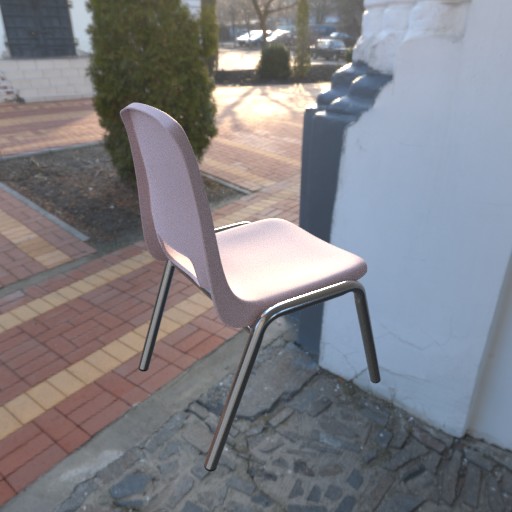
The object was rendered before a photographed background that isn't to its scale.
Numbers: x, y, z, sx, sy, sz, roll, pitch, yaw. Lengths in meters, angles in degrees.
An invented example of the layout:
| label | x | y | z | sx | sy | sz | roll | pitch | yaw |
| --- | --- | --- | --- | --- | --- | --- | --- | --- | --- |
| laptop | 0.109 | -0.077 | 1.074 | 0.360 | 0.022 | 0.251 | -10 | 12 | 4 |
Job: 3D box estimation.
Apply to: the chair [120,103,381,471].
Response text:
| label | x | y | z | sx | sy | sz | roll | pitch | yaw |
| --- | --- | --- | --- | --- | --- | --- | --- | --- | --- |
| chair | 0.000 | 0.000 | 0.854 | 0.423 | 0.586 | 0.354 | -17 | 31 | -30 |
